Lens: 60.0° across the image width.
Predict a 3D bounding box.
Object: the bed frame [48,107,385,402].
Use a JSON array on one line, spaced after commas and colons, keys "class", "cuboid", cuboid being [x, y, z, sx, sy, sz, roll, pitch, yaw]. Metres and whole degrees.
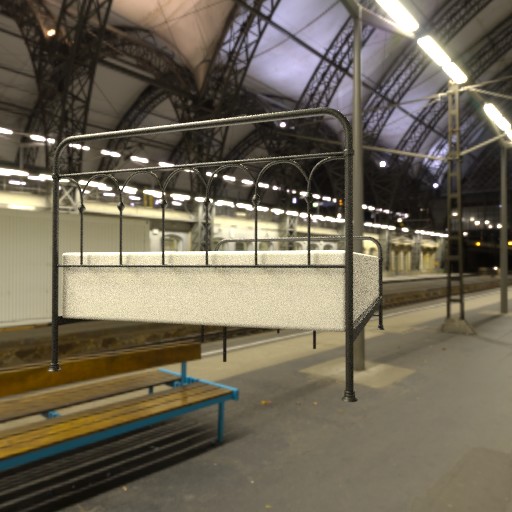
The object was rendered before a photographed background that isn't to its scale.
[{"class": "bed frame", "cuboid": [0.000, 0.000, 3.186, 1.664, 1.276, 2.203, 0, -1, 19]}]
